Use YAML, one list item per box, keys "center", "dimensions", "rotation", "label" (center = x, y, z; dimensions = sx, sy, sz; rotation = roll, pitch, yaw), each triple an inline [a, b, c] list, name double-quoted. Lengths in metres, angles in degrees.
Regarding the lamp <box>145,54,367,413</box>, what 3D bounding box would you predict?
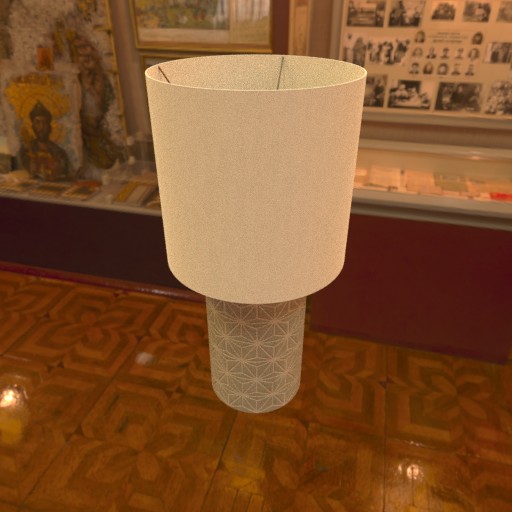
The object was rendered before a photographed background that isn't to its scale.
- center: [0.000, 0.000, 0.529]
  dimensions: [0.206, 0.416, 0.206]
  rotation: [9, 32, 14]
  label: "lamp"
